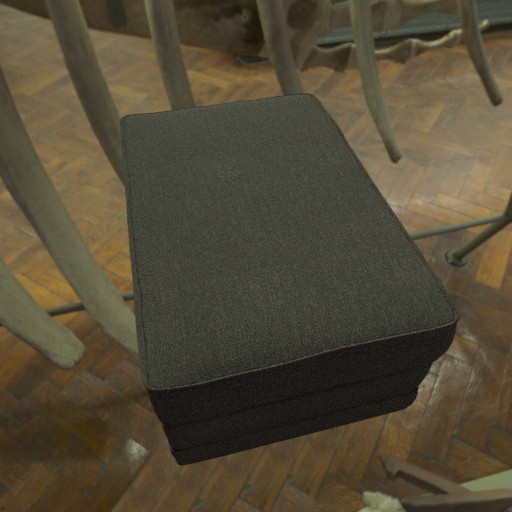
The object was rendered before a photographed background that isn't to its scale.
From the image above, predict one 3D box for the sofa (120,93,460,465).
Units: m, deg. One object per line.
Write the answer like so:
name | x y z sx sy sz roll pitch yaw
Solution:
sofa | 0.000 0.000 1.157 0.578 0.457 0.854 -11 49 -9
